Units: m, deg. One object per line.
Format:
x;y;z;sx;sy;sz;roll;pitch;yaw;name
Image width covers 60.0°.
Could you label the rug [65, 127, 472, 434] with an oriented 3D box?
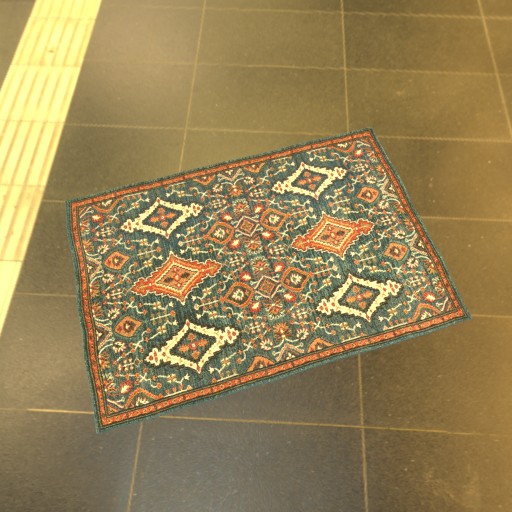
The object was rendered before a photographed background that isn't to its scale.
0.000;0.000;2.957;2.373;0.009;1.622;-15;66;-7;rug
